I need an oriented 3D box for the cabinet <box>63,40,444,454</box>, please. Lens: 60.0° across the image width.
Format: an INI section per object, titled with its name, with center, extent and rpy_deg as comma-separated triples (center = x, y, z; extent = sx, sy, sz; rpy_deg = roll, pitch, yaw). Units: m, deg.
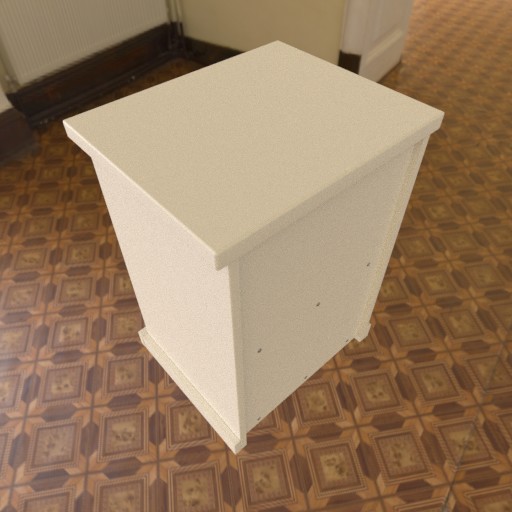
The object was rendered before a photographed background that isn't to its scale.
[cabinet]
center = 0.000, 0.000, 1.043
extent = 0.520, 0.723, 0.431
rpy_deg = -33, 55, -27
